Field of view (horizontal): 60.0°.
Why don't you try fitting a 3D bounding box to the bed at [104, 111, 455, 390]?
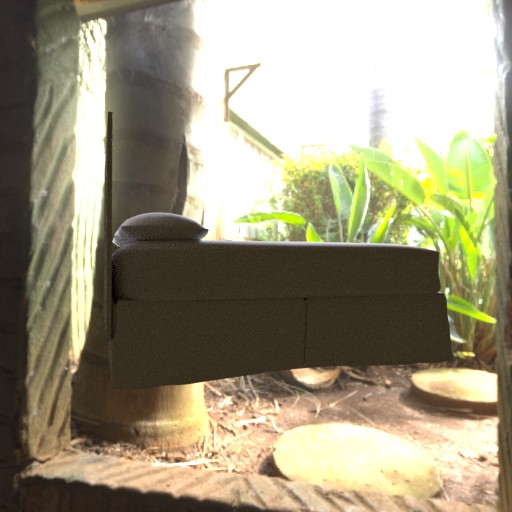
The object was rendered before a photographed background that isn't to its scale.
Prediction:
[{"bbox_3d":[0.000,0.000,3.247,2.094,1.335,1.745,0,-1,-19],"label":"bed"}]
